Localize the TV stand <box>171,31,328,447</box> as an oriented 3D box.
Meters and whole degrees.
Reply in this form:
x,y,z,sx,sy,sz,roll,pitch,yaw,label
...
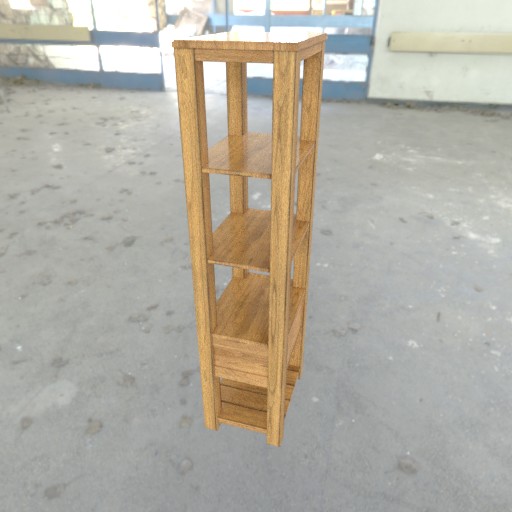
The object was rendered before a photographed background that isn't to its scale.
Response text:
x,y,z,sx,sy,sz,roll,pitch,yaw,label
0.000,0.000,2.053,0.435,1.828,0.565,8,31,15,TV stand
